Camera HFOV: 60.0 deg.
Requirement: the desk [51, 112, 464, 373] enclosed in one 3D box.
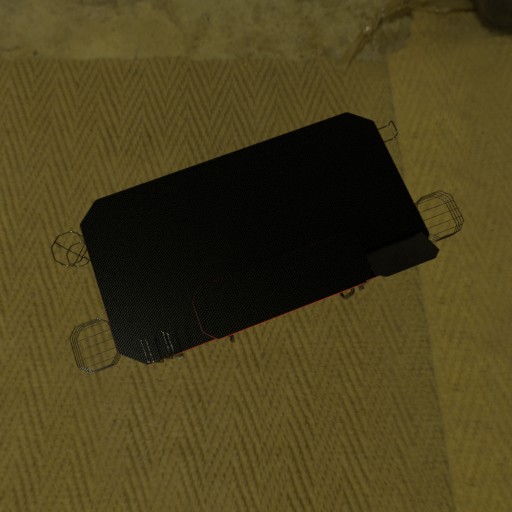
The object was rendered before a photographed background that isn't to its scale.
[{"bbox_3d":[0.000,0.000,1.689,1.280,0.913,0.588,-20,77,-5],"label":"desk"}]
